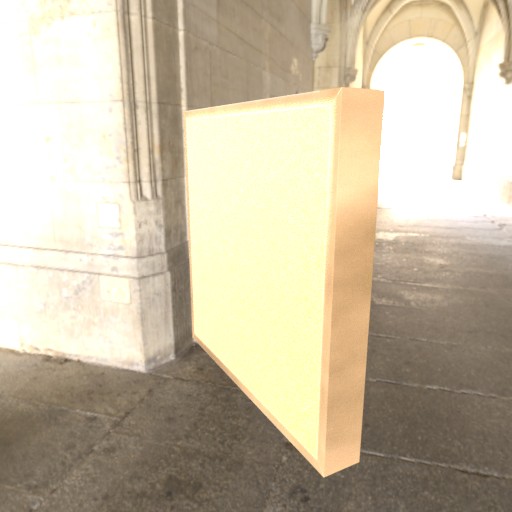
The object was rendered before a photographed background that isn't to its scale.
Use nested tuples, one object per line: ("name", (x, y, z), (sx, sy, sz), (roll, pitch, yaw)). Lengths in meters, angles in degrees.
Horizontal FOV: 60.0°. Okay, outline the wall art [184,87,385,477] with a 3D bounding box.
("wall art", (0.000, 0.000, 0.465), (0.038, 0.303, 0.305), (-8, 17, -28))
